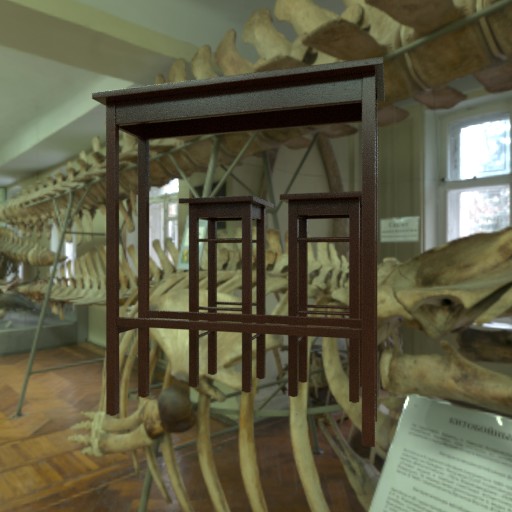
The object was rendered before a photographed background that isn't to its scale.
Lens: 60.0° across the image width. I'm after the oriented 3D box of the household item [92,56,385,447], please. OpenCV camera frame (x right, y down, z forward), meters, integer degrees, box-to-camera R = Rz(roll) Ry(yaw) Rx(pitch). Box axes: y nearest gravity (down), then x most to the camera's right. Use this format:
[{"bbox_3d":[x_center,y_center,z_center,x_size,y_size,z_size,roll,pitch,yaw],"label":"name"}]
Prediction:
[{"bbox_3d":[0.000,0.000,1.638,0.914,1.067,0.676,0,0,17],"label":"household item"}]
